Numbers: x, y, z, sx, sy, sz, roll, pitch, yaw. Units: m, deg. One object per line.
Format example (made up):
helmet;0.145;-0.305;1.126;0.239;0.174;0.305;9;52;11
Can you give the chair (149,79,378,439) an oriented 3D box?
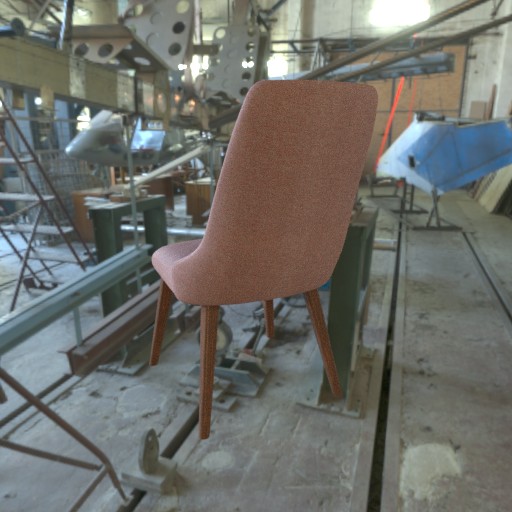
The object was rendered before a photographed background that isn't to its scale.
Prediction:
chair;0.000;0.000;1.331;0.535;0.918;0.707;-8;17;-26
